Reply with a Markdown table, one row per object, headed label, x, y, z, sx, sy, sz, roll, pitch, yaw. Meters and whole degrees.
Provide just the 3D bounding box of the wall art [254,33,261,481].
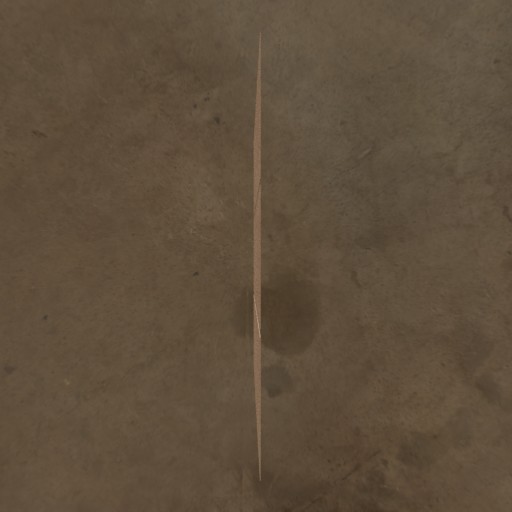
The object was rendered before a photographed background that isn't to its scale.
| label | x | y | z | sx | sy | sz | roll | pitch | yaw |
| --- | --- | --- | --- | --- | --- | --- | --- | --- | --- |
| wall art | 0.000 | 0.000 | 2.252 | 0.002 | 1.505 | 1.517 | 0 | 91 | -1 |
